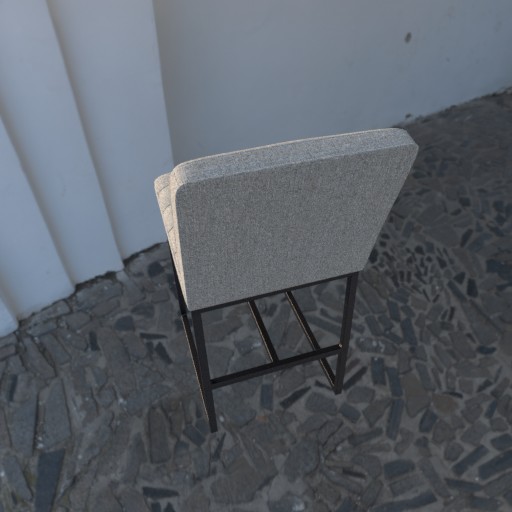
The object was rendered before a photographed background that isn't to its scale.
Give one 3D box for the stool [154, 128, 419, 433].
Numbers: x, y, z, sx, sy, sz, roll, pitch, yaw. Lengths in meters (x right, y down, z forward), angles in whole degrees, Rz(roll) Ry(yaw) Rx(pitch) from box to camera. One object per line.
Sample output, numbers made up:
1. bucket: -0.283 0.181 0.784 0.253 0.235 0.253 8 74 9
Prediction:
1. stool: 0.000 0.000 1.247 0.460 0.940 0.560 -12 44 -13
